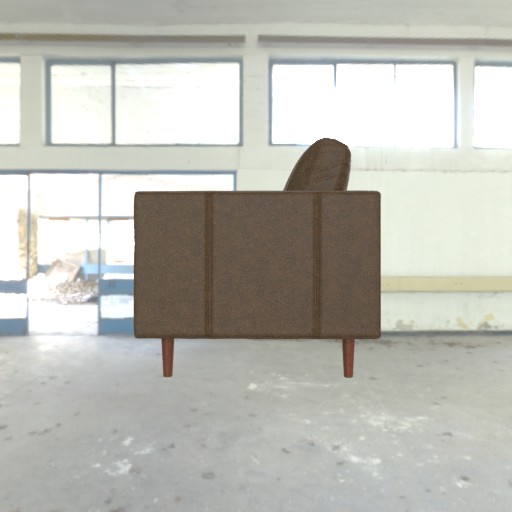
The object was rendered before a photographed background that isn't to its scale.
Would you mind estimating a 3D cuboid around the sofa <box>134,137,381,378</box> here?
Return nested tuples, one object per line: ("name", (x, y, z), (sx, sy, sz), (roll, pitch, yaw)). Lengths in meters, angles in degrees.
("sofa", (0.000, 0.000, 2.666), (0.903, 0.930, 2.231), (0, 0, 1))
